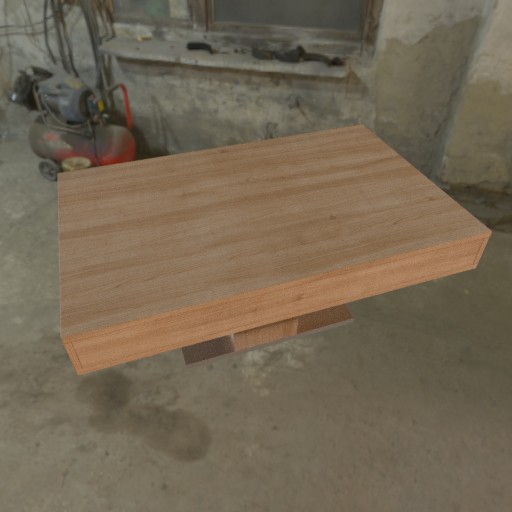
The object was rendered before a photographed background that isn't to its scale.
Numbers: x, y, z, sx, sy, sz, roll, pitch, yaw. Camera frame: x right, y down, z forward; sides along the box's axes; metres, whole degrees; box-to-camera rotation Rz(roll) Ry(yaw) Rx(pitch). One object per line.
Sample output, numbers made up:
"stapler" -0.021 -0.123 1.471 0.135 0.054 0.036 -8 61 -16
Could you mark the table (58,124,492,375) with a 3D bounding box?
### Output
"table" 0.000 0.000 1.448 1.100 0.440 0.700 -13 43 -14
